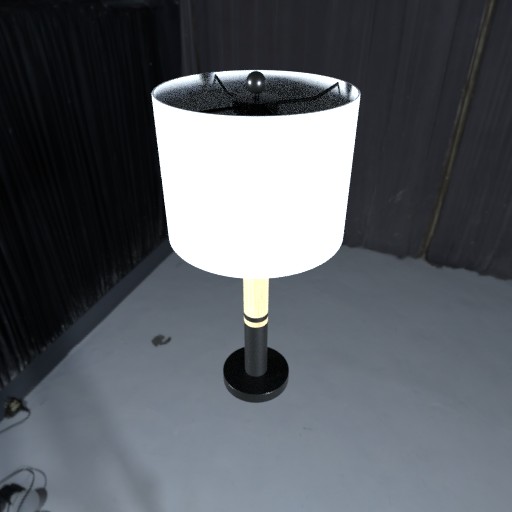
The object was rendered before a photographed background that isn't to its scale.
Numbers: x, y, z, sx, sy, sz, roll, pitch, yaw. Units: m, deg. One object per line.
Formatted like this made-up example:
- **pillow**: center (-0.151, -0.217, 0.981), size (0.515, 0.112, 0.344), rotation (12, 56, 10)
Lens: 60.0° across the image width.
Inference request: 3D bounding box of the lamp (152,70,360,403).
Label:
- **lamp**: center (0.000, 0.000, 0.819), size (0.305, 0.640, 0.305), rotation (11, 34, 17)
